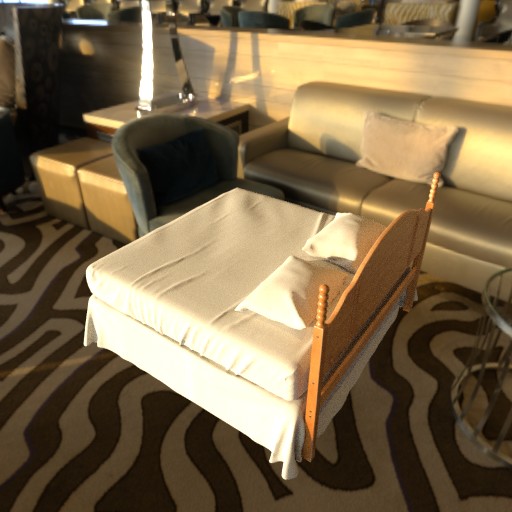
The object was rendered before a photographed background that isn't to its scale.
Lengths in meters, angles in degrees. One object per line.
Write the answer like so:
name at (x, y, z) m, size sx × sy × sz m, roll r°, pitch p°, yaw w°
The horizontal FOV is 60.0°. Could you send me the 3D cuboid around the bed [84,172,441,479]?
bed at (0.000, 0.000, 3.676) m, size 2.219 × 1.355 × 2.322 m, roll 20°, pitch 37°, yaw 30°
